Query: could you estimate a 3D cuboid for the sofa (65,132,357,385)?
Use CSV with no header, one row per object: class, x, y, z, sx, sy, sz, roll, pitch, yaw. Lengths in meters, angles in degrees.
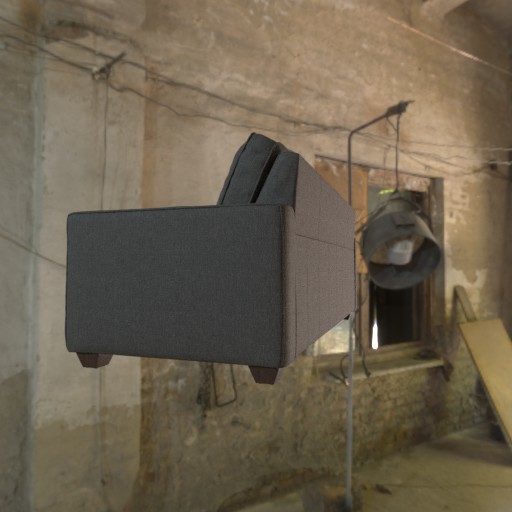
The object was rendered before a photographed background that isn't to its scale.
sofa,0.000,0.000,2.563,0.940,0.919,2.080,0,-1,19
